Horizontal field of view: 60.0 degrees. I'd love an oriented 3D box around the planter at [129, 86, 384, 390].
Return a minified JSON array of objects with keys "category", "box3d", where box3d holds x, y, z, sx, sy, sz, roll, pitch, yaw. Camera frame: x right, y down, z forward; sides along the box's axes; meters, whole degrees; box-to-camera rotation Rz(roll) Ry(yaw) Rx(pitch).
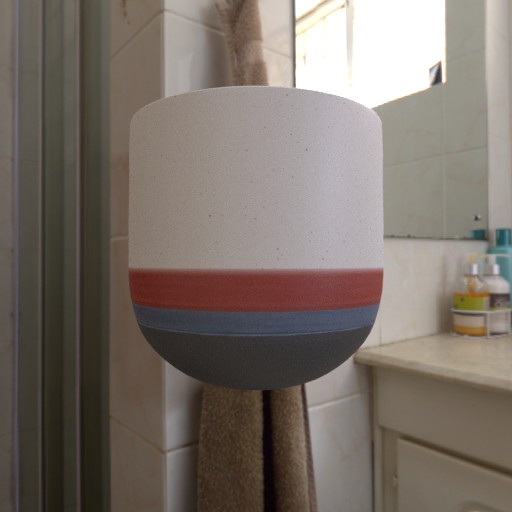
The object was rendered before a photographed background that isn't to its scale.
[{"category":"planter","box3d":[0.000,0.000,0.485,0.268,0.270,0.268,0,-1,0]}]
